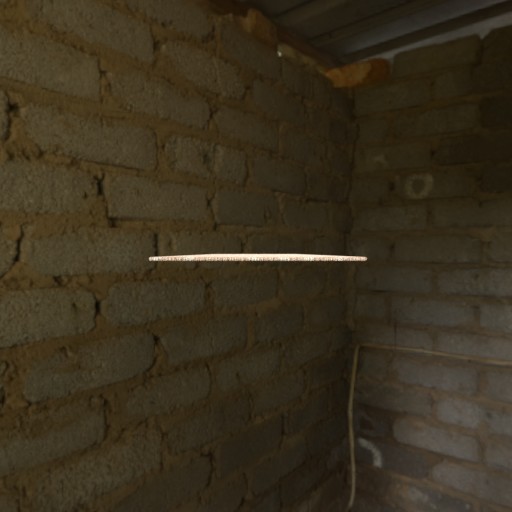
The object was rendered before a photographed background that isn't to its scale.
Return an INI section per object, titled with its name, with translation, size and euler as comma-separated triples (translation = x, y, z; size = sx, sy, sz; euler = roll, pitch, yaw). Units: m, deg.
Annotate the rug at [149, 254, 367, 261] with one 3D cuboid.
[rug]
translation = 0.000, 0.000, 2.542
size = 0.691, 0.013, 2.289
euler = 0, 0, 0
